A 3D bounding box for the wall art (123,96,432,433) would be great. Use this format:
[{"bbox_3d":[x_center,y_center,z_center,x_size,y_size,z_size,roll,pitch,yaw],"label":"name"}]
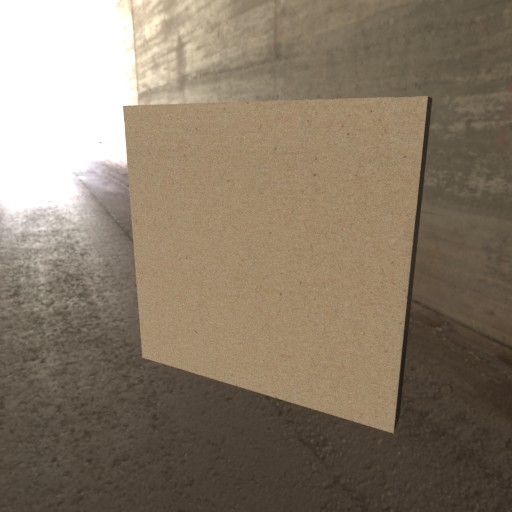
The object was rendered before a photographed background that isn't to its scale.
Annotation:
[{"bbox_3d":[0.000,0.000,0.485,0.327,0.318,0.029,8,18,27],"label":"wall art"}]
